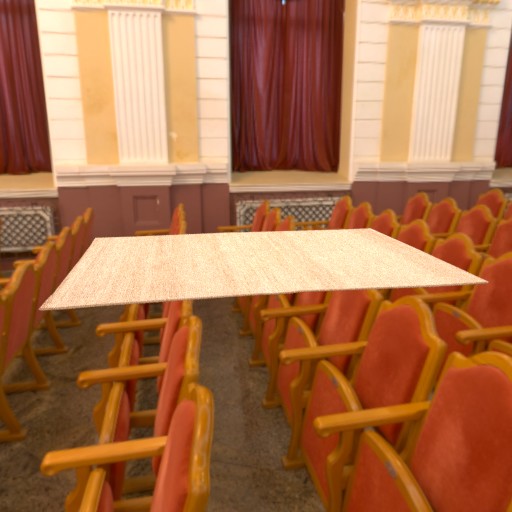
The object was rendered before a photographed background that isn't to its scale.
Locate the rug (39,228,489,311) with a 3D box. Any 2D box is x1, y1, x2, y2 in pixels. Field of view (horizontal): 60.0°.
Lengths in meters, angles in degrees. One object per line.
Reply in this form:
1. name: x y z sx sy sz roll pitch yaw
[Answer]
1. rug: 0.000 0.000 2.996 2.346 0.029 1.574 -2 15 -9
